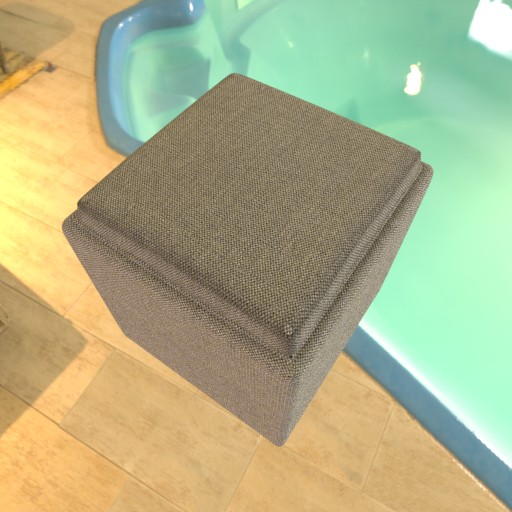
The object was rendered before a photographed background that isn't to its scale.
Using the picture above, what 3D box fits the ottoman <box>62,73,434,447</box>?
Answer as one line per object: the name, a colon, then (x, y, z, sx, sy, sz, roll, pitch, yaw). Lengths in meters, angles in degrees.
ottoman: (0.000, 0.000, 0.861, 0.436, 0.487, 0.454, 30, 61, 19)
